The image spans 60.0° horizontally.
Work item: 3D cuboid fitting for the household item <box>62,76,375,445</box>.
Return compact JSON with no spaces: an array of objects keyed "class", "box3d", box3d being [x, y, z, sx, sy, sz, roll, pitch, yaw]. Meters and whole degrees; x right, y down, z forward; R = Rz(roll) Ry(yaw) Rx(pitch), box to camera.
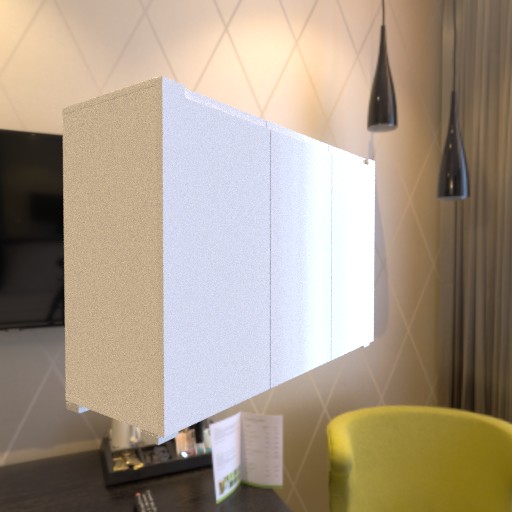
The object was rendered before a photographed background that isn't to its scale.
[{"class":"household item","box3d":[0.000,0.000,1.679,0.420,0.867,1.300,1,2,36]}]
